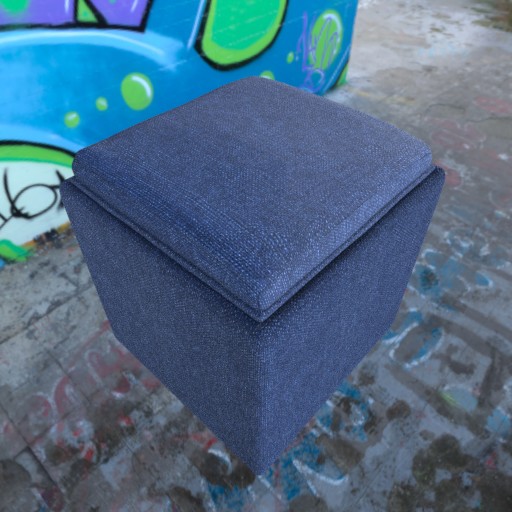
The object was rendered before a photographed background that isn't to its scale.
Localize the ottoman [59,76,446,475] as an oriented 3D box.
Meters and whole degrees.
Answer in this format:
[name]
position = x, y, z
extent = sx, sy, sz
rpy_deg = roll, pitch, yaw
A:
[ottoman]
position = 0.000, 0.000, 0.822
extent = 0.436, 0.493, 0.454
rpy_deg = 33, 54, 29
